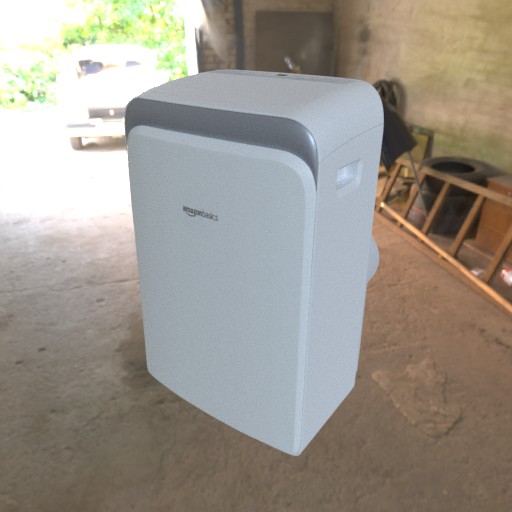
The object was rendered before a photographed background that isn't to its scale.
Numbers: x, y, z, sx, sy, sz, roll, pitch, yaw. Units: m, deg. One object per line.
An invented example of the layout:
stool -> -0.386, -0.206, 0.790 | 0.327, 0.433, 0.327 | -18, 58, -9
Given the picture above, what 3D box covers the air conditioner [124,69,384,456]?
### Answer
air conditioner -> 0.000, 0.000, 0.940 | 0.454, 0.700, 0.365 | 18, 33, 30
